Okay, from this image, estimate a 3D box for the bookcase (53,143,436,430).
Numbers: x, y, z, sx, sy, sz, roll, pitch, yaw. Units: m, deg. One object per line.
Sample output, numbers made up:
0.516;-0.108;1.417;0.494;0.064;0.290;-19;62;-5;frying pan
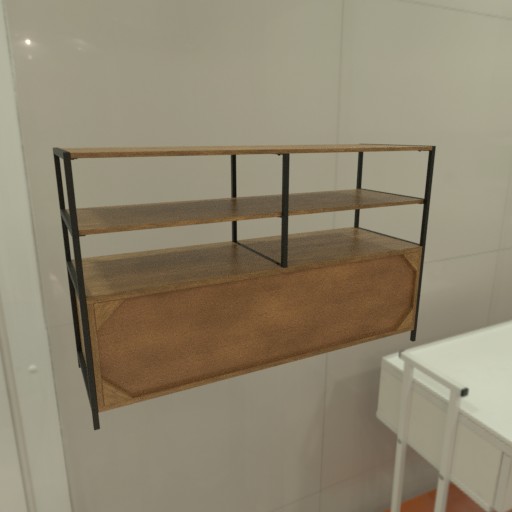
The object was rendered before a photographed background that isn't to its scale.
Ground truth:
0.000;0.000;1.485;1.149;0.712;0.391;-8;17;-26;bookcase
